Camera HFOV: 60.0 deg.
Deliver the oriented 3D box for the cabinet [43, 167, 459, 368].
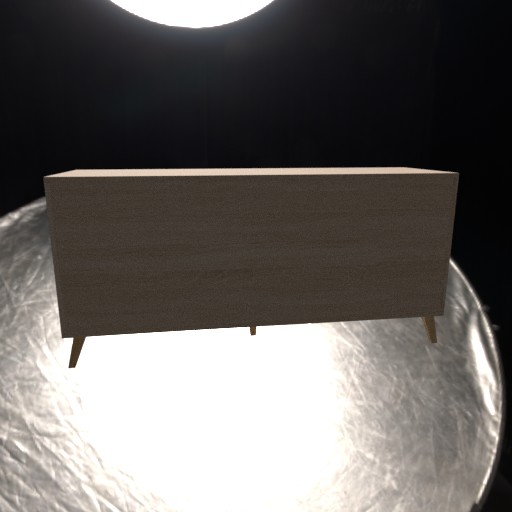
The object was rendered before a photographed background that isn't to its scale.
[{"bbox_3d":[0.000,0.000,2.075,1.649,0.780,0.500,-2,14,-8],"label":"cabinet"}]
